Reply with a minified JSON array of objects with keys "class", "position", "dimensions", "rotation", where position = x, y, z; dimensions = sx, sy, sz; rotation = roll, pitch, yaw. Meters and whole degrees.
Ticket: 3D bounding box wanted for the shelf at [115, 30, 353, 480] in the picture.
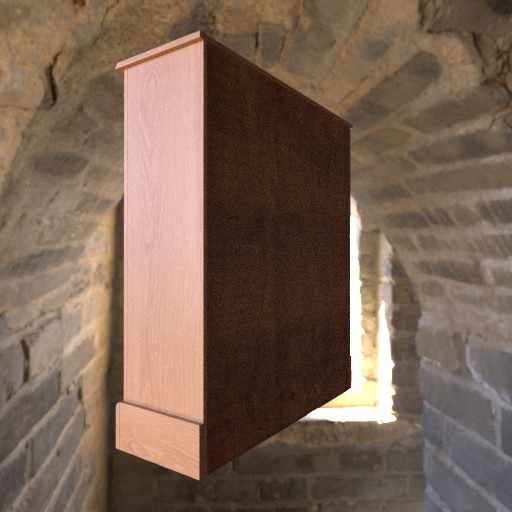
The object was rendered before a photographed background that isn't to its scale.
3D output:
[{"class":"shelf","position":[0.000,0.000,1.391],"dimensions":[0.291,0.980,0.840],"rotation":[0,0,35]}]
